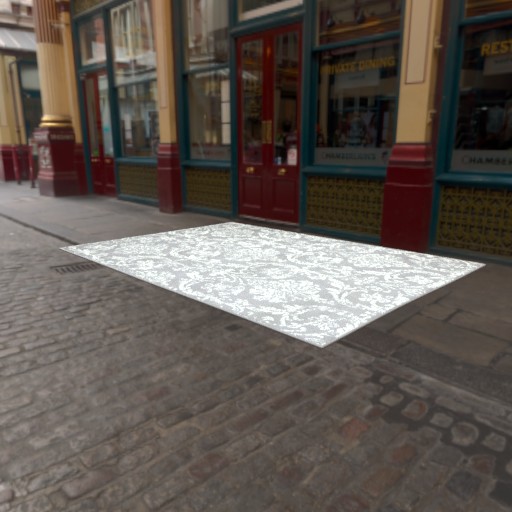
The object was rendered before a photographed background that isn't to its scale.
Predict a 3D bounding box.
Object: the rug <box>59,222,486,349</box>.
[{"bbox_3d":[0.000,0.000,2.790,2.206,0.014,1.578,13,19,43],"label":"rug"}]
